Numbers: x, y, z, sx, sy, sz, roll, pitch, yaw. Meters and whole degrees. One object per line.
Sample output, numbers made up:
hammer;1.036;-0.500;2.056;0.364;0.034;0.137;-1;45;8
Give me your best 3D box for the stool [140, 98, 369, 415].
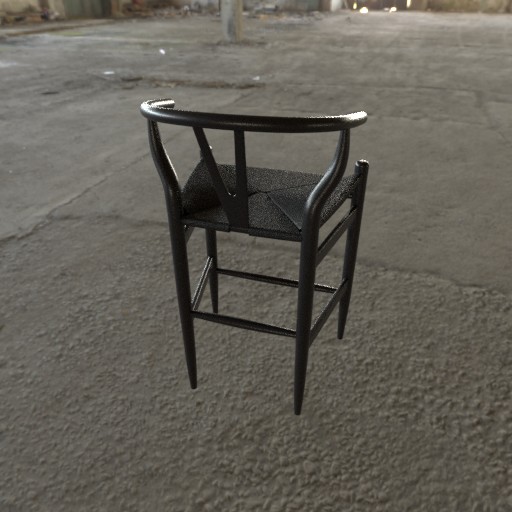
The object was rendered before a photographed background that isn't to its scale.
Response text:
stool;0.000;0.000;1.344;0.569;0.970;0.579;9;32;15
